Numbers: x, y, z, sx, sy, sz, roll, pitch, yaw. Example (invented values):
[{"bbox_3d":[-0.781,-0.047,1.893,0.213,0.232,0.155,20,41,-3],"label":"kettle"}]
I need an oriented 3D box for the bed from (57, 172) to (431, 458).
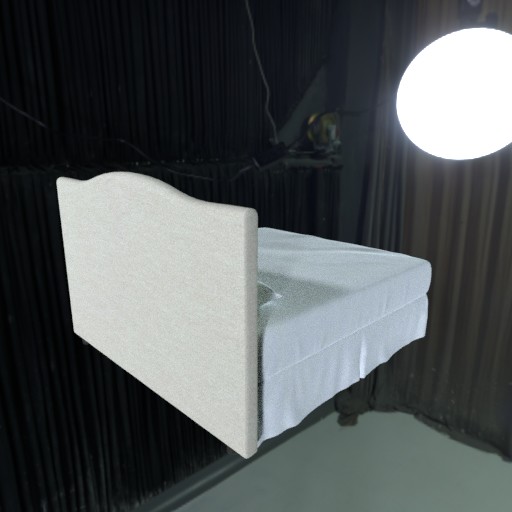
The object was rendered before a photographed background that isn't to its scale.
[{"bbox_3d":[0.000,0.000,3.495,2.182,1.421,2.083,-15,21,-42],"label":"bed"}]
